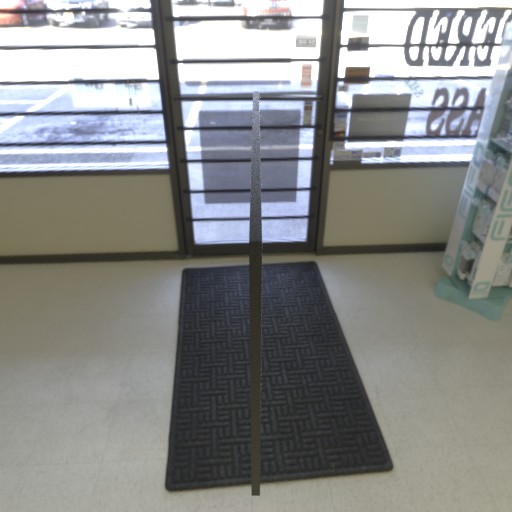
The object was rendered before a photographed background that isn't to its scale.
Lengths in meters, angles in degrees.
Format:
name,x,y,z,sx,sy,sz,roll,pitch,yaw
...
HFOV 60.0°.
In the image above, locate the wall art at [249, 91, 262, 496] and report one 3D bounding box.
name,x,y,z,sx,sy,sz,roll,pitch,yaw
wall art,0.000,0.000,1.217,0.019,0.660,0.957,0,33,0
